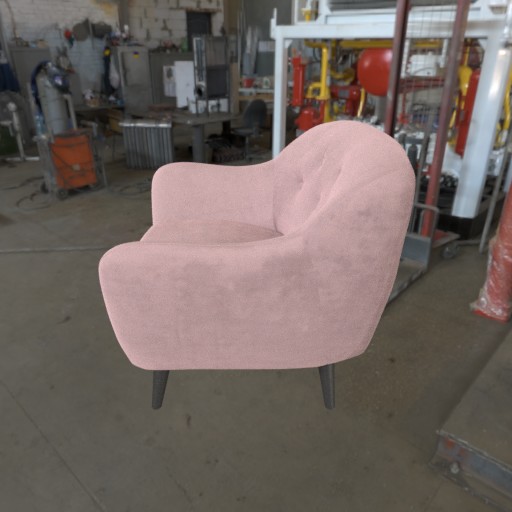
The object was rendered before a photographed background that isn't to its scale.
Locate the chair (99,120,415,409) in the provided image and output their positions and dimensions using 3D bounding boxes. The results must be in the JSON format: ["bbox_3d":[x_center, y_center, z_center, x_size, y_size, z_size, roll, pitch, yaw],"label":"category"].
[{"bbox_3d":[0.000,0.000,1.490,0.820,0.820,0.840,-1,26,-2],"label":"chair"}]
